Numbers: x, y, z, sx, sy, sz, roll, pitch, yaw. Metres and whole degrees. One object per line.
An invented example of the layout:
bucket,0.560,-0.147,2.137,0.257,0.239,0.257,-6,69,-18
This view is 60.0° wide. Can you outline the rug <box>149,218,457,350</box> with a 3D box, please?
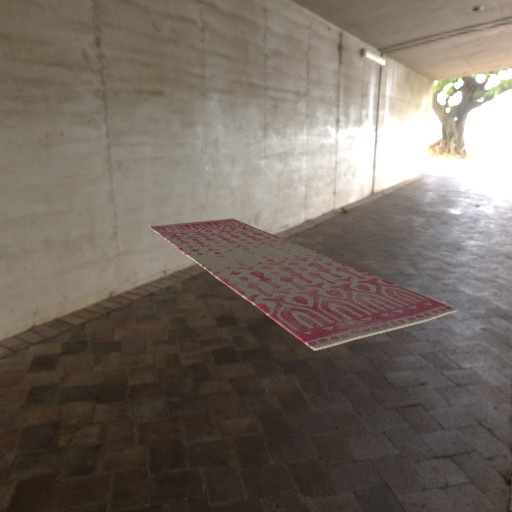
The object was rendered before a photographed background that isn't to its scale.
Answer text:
rug,0.000,0.000,2.830,0.787,0.011,2.458,-8,17,-26
